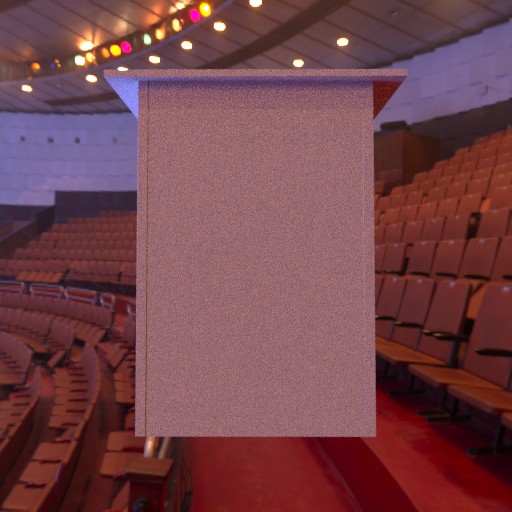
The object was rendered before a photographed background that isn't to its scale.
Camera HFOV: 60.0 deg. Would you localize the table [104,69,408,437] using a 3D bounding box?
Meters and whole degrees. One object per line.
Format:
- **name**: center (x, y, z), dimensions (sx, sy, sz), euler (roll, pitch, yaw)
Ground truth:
- **table**: center (0.000, 0.000, 1.051), dimensions (0.589, 0.711, 0.406), euler (0, -2, 0)
